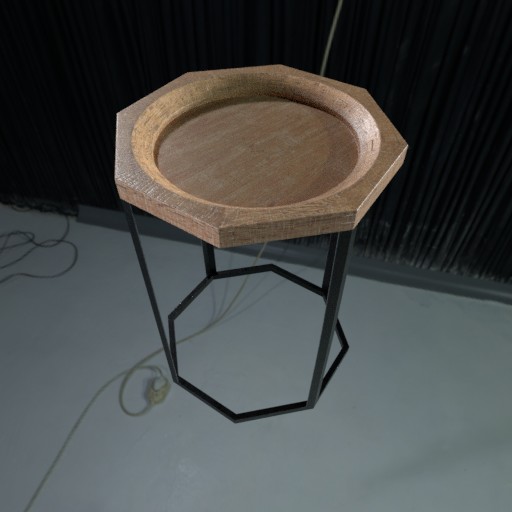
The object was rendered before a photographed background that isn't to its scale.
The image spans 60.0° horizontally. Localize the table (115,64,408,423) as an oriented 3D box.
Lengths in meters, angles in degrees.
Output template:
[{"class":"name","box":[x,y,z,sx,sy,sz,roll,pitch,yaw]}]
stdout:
[{"class":"table","box":[0.000,0.000,0.855,0.437,0.553,0.437,8,48,8]}]
